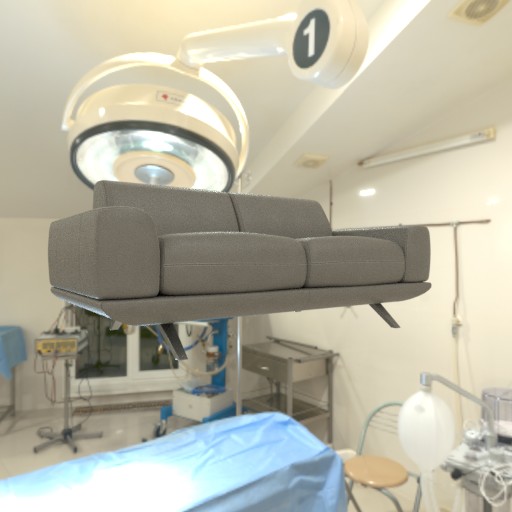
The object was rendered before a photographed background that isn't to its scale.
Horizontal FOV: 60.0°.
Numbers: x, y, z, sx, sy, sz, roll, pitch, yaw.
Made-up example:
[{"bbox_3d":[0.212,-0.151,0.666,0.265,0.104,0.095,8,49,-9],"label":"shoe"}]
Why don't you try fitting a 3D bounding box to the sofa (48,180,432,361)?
[{"bbox_3d":[0.000,0.000,2.368,1.901,0.772,0.900,0,0,-35],"label":"sofa"}]
